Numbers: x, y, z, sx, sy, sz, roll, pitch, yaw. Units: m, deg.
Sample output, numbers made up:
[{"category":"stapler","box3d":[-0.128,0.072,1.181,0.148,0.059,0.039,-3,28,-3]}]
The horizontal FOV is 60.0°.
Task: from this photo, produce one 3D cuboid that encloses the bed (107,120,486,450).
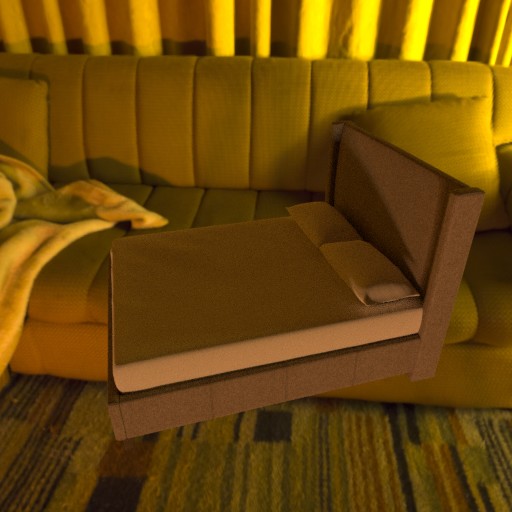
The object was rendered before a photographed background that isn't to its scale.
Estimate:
[{"category":"bed","box3d":[0.000,0.000,3.324,2.245,1.481,1.714,-8,32,-14]}]
